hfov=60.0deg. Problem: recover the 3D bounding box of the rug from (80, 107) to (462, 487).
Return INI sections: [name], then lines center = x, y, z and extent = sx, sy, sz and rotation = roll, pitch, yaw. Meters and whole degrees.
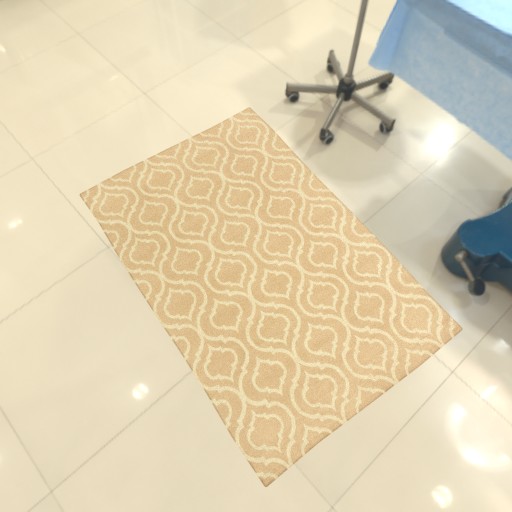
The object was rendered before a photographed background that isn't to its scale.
[rug]
center = 0.000, 0.000, 2.252
extent = 1.152, 0.013, 1.761
rotation = -32, 67, -16
